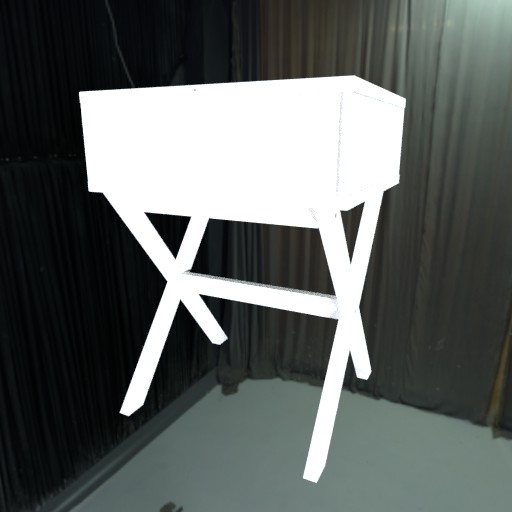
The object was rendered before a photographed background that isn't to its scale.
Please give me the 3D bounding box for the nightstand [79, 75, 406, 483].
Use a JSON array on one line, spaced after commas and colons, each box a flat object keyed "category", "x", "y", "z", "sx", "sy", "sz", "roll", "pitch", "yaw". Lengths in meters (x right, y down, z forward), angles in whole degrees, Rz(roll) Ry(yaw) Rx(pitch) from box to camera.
[{"category": "nightstand", "x": 0.000, "y": 0.000, "z": 0.912, "sx": 0.479, "sy": 0.623, "sz": 0.402, "roll": 8, "pitch": 17, "yaw": 26}]
